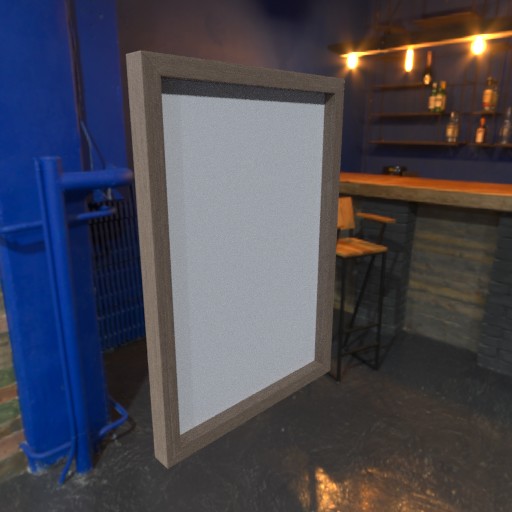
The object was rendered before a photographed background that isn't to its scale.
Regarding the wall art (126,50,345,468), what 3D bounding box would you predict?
[{"bbox_3d":[0.000,0.000,0.650,0.358,0.510,0.032,-15,21,-42],"label":"wall art"}]
